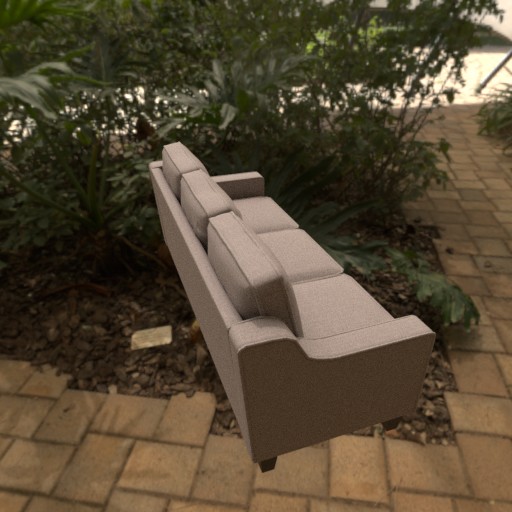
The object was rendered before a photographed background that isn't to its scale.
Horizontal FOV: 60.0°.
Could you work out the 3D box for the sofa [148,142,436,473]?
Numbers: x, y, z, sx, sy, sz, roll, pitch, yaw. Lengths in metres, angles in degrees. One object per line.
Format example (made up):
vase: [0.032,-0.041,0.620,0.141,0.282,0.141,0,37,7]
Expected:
sofa: [0.000,0.000,2.628,0.899,0.950,2.129,-10,31,-17]
